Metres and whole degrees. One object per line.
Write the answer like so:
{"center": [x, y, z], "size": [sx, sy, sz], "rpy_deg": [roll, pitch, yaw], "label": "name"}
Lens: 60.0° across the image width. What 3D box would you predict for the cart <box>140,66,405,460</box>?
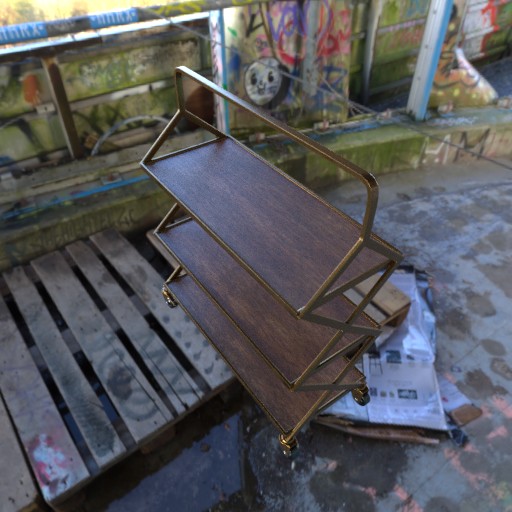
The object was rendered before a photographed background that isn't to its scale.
{"center": [0.000, 0.000, 1.185], "size": [0.313, 0.805, 0.723], "rpy_deg": [-26, 48, -26], "label": "cart"}
